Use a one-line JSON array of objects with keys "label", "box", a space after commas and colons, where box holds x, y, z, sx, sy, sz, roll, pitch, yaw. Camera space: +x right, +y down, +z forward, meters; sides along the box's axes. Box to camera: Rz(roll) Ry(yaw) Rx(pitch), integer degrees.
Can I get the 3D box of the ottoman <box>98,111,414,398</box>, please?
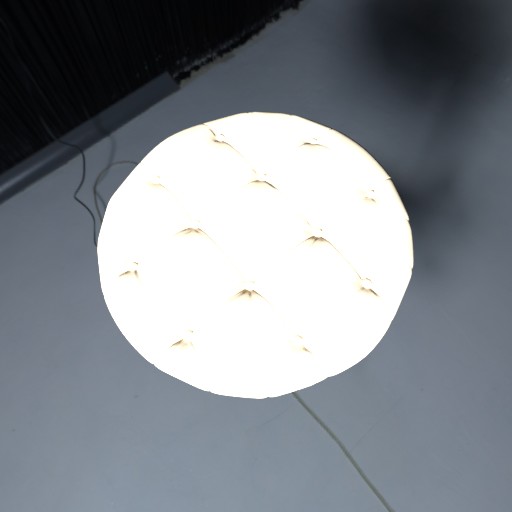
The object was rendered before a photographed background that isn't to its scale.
[{"label": "ottoman", "box": [0.000, 0.000, 1.405, 0.901, 0.439, 0.901, 0, 65, 0]}]
